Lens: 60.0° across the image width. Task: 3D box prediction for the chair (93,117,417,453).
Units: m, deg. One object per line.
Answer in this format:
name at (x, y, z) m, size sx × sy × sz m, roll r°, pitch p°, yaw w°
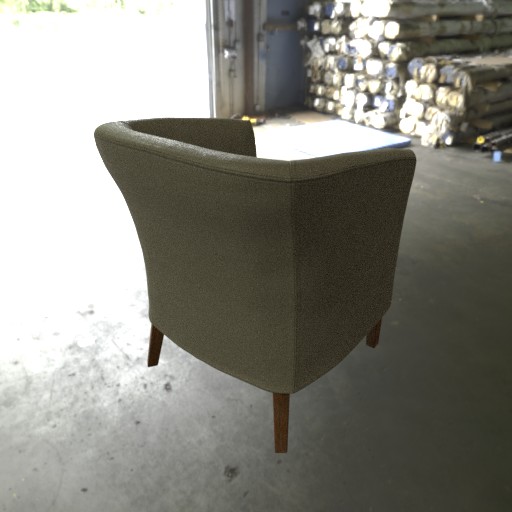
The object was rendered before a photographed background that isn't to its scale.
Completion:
chair at (0.000, 0.000, 1.232) m, size 0.600 × 0.771 × 0.668 m, roll 21°, pitch 36°, yaw 32°
